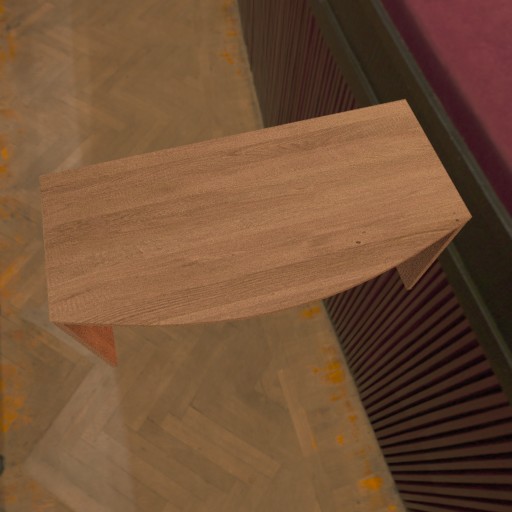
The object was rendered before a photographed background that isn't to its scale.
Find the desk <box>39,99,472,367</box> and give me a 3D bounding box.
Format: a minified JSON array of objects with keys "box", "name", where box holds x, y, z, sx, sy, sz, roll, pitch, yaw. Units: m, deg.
[{"box":[0.000,0.000,2.054,1.600,0.752,0.802,-14,65,-7],"name":"desk"}]
